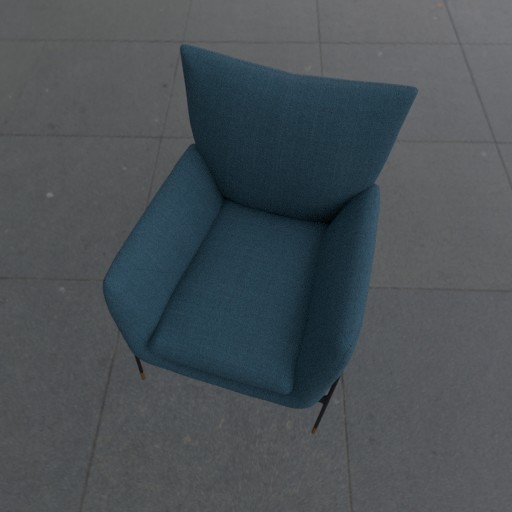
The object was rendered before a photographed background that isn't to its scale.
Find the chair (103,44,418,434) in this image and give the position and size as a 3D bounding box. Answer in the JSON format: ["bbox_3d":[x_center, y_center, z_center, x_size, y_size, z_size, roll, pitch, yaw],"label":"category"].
[{"bbox_3d":[0.000,0.000,1.378,0.678,0.859,0.769,15,59,9],"label":"chair"}]
